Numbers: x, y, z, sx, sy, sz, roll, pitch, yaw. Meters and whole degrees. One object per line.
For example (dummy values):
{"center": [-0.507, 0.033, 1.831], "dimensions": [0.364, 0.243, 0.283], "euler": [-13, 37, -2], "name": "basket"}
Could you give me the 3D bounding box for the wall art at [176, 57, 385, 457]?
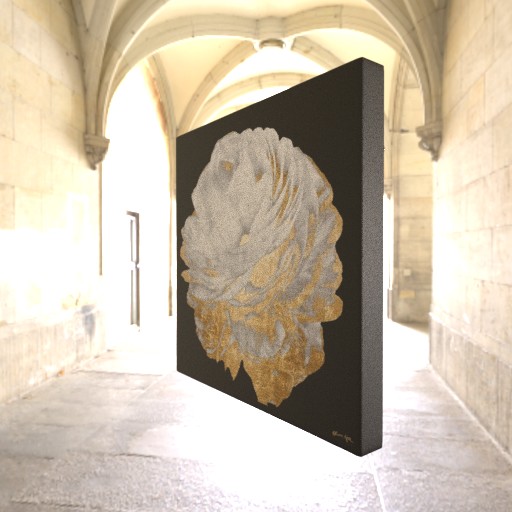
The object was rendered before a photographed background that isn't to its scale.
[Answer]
{"center": [0.000, 0.000, 0.620], "dimensions": [0.041, 0.407, 0.406], "euler": [-1, 1, -37], "name": "wall art"}
